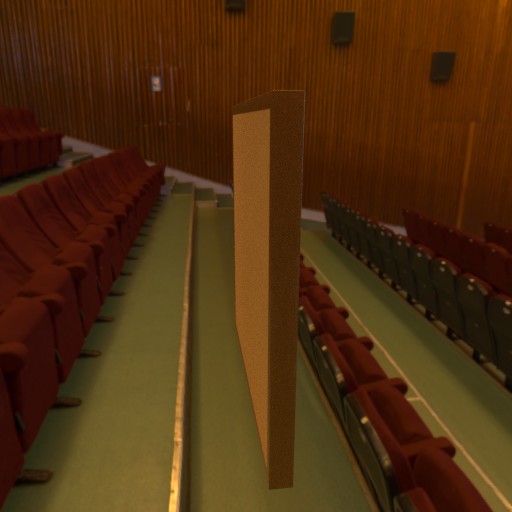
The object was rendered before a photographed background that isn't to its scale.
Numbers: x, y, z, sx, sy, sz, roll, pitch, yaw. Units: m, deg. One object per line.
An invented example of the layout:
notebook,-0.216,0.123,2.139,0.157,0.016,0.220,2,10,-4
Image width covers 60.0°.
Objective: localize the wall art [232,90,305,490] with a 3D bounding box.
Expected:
wall art,0.000,0.000,0.771,0.033,0.509,0.510,-2,17,-7
